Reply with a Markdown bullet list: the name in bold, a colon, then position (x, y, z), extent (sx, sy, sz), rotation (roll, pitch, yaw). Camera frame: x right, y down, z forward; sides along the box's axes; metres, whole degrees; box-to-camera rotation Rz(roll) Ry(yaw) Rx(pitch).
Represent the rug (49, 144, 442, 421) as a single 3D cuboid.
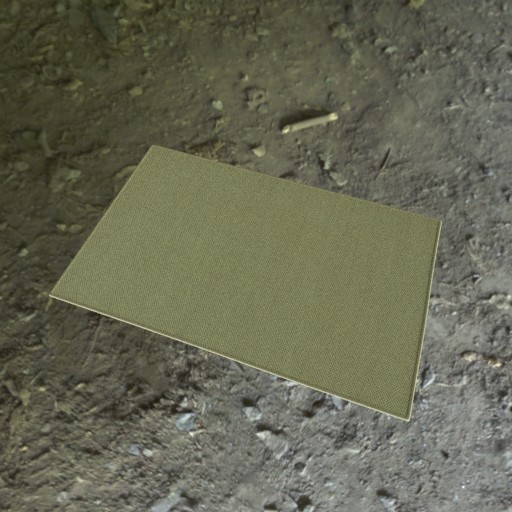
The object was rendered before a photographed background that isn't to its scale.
- **rug**: position (0.000, 0.000, 2.181), extent (1.676, 0.013, 1.067), rotation (17, 59, 11)
